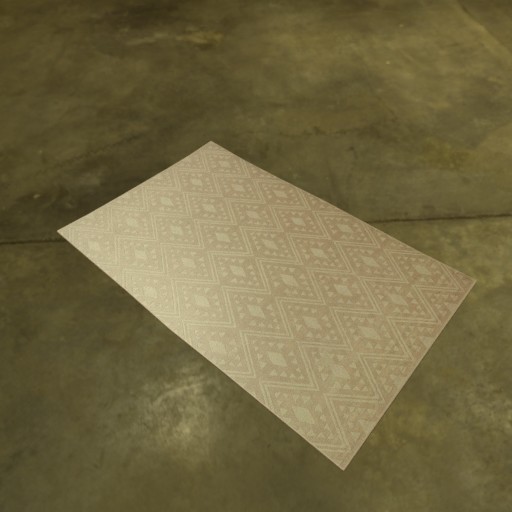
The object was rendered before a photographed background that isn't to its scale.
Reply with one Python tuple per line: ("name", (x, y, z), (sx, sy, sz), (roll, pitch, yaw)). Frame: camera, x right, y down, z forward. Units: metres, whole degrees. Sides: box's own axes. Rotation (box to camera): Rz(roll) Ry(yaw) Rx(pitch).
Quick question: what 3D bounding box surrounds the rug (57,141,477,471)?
("rug", (0.000, 0.000, 2.999), (2.430, 0.053, 1.553), (33, 55, 27))
